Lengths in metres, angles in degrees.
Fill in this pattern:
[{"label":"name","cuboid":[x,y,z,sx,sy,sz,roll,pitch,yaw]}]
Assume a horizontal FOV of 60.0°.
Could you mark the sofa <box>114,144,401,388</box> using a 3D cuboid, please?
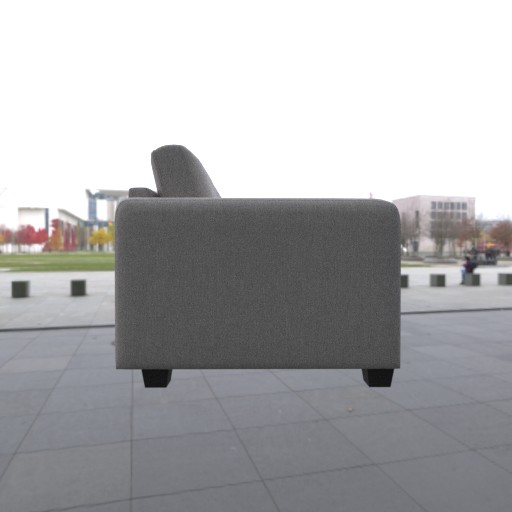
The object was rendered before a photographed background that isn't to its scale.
[{"label":"sofa","cuboid":[0.000,0.000,2.108,0.900,0.800,1.540,0,1,0]}]
